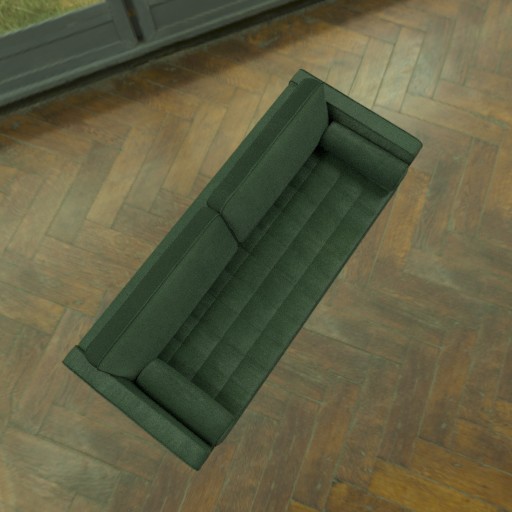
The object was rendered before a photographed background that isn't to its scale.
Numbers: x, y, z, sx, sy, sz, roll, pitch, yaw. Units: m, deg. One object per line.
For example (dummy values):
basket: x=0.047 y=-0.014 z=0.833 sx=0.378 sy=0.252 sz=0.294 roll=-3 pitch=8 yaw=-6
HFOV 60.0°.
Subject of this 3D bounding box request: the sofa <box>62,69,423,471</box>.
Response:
sofa: x=0.000 y=0.000 z=2.617 sx=0.918 sy=0.769 sz=2.199 roll=35 pitch=78 yaw=9
